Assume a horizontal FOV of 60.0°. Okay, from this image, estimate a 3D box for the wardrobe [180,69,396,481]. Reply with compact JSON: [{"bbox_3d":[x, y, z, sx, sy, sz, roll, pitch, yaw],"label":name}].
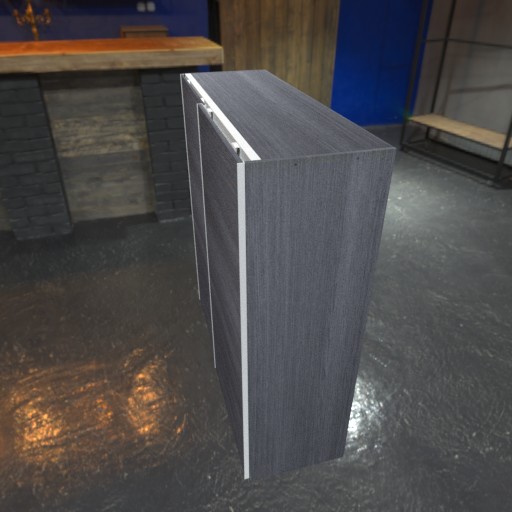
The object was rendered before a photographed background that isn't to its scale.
[{"bbox_3d":[0.000,0.000,2.874,0.629,1.960,1.780,-8,33,-13],"label":"wardrobe"}]
